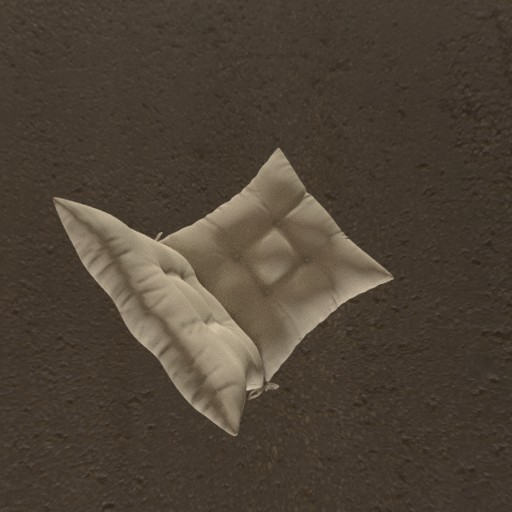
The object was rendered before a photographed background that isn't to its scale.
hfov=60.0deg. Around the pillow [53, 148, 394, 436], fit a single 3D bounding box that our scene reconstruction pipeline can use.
[{"bbox_3d":[0.000,0.000,1.015,0.585,0.536,0.541,-38,79,-8],"label":"pillow"}]
